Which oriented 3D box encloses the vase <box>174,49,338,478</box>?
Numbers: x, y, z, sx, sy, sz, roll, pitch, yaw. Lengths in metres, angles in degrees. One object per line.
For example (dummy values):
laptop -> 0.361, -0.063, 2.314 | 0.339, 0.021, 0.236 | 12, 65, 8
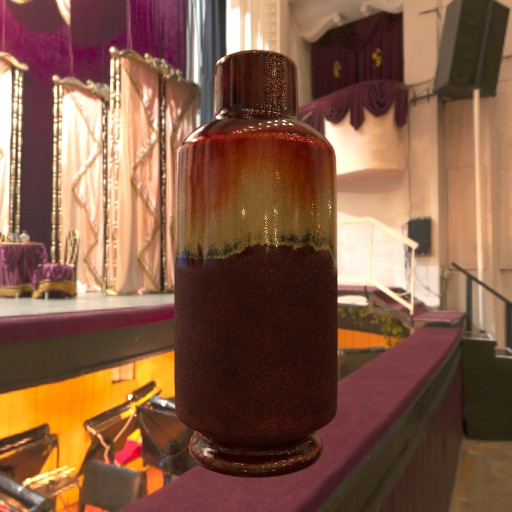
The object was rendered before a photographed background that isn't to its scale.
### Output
vase -> 0.000, 0.000, 0.306 | 0.111, 0.261, 0.111 | 0, -2, 0
